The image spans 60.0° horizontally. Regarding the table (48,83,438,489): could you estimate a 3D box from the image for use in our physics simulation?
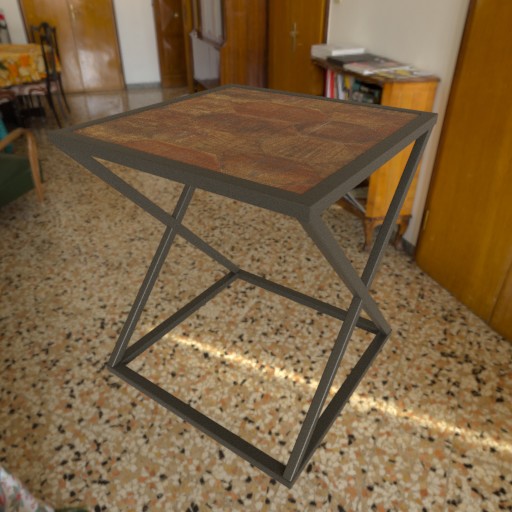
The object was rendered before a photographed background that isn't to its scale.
[{"bbox_3d":[0.000,0.000,0.942,0.500,0.565,0.500,20,37,29],"label":"table"}]
